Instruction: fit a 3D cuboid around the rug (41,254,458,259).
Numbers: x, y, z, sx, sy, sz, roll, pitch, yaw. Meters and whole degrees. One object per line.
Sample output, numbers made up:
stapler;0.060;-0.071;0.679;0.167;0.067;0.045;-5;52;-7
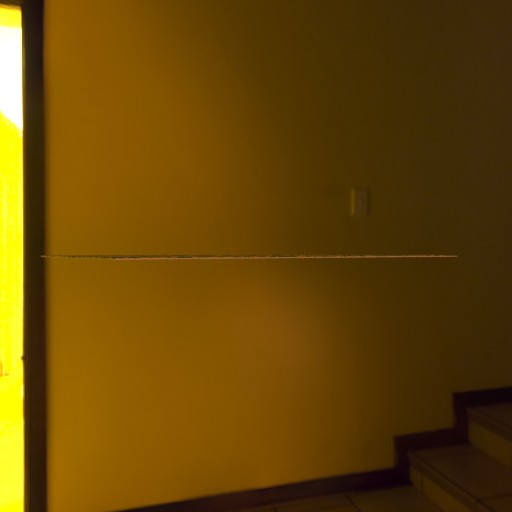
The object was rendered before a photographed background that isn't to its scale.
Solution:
rug;0.000;0.000;3.055;2.447;0.011;1.520;0;1;-36
